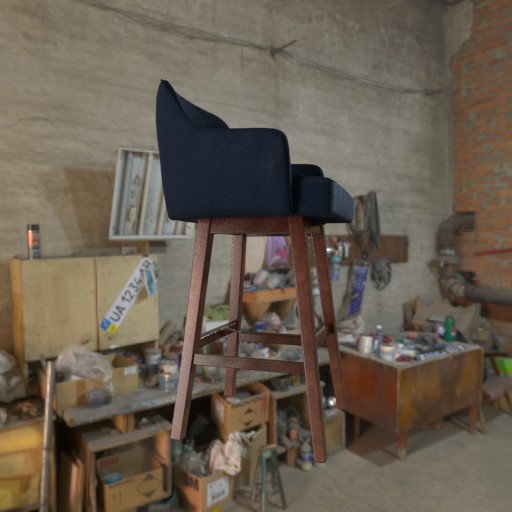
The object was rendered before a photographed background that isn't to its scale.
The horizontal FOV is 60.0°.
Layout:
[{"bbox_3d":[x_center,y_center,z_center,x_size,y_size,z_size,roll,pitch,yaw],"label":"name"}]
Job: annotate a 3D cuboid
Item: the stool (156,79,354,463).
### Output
[{"bbox_3d":[0.000,0.000,1.388,0.560,1.041,0.550,0,1,19],"label":"stool"}]
